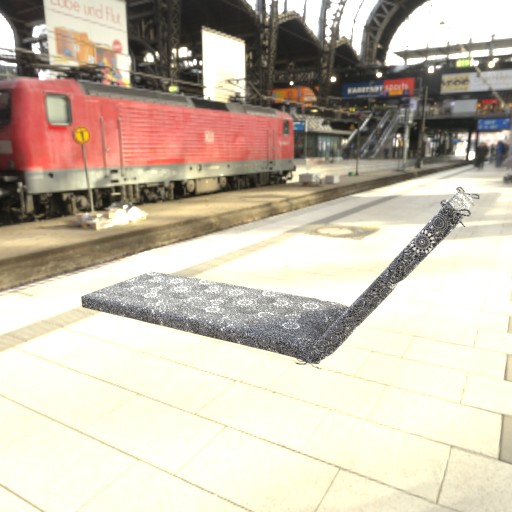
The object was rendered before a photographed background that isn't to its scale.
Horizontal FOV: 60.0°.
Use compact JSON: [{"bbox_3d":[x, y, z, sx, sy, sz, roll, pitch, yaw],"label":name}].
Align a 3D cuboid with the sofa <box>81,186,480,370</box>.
[{"bbox_3d":[0.000,0.000,1.917,1.663,0.622,0.582,7,16,27],"label":"sofa"}]
